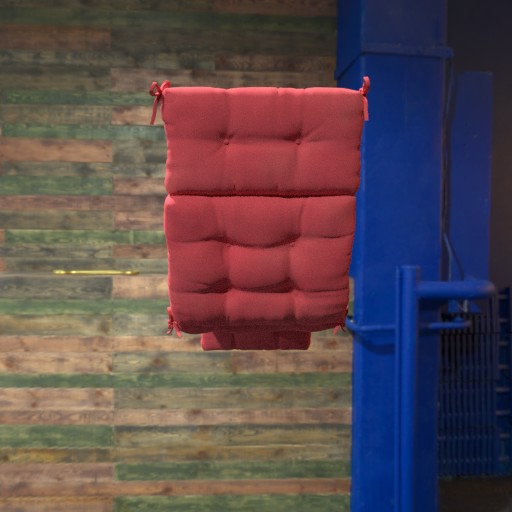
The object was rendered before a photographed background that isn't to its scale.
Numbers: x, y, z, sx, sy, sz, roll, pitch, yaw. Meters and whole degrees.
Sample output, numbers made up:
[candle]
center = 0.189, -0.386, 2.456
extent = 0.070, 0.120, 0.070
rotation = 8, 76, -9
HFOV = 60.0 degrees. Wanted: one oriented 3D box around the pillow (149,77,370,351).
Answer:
[pillow]
center = 0.000, 0.000, 1.501
extent = 0.526, 0.863, 1.016
rotation = 0, 2, -1
